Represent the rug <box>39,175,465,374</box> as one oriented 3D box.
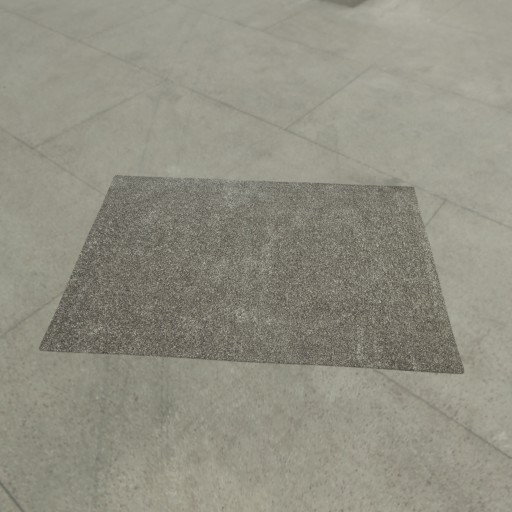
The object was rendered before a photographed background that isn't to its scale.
[{"bbox_3d":[0.000,0.000,3.400,2.699,0.026,1.802,3,48,2],"label":"rug"}]
